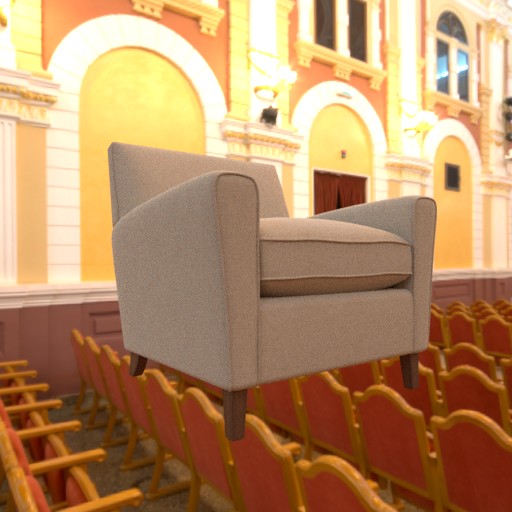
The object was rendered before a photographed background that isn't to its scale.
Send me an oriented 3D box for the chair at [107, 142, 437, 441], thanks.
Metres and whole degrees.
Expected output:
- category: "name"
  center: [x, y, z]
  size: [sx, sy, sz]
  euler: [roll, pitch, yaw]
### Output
- category: "chair"
  center: [0.000, 0.000, 1.543]
  size: [0.840, 0.846, 0.871]
  euler: [0, 0, -35]
